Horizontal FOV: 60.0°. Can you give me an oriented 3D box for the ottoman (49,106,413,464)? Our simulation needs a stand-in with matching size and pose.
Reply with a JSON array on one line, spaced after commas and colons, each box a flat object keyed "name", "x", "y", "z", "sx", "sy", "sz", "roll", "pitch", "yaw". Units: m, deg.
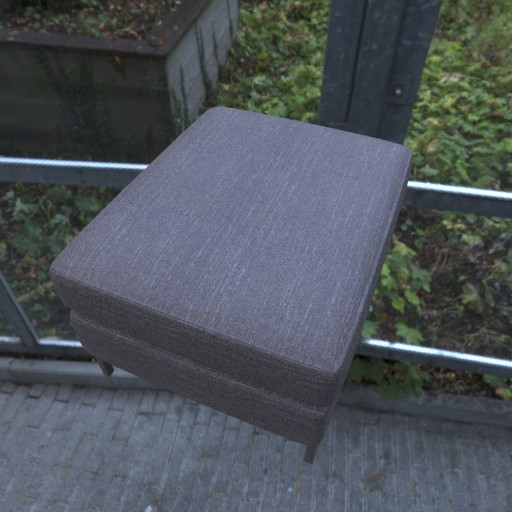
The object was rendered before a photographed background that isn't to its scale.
[{"name": "ottoman", "x": 0.000, "y": 0.000, "z": 1.239, "sx": 0.671, "sy": 0.490, "sz": 0.820, "roll": 17, "pitch": 48, "yaw": 16}]
